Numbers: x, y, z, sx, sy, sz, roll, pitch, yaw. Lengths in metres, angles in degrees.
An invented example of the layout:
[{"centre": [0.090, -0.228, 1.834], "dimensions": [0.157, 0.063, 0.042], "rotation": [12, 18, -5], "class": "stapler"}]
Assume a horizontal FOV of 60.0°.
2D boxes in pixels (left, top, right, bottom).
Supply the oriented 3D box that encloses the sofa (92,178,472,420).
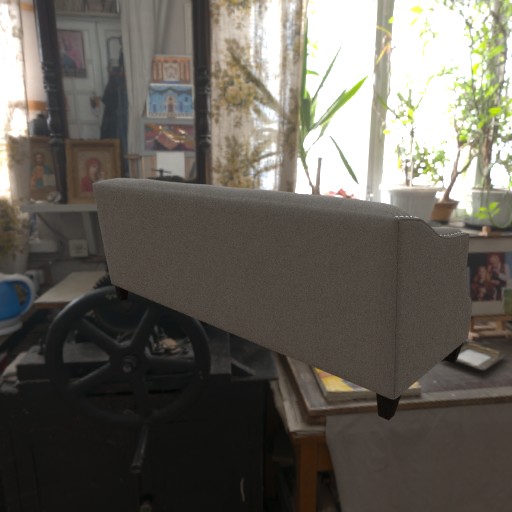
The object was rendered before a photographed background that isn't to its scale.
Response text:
[{"centre": [0.000, 0.000, 2.672], "dimensions": [2.235, 0.901, 0.914], "rotation": [13, 19, 42], "class": "sofa"}]
